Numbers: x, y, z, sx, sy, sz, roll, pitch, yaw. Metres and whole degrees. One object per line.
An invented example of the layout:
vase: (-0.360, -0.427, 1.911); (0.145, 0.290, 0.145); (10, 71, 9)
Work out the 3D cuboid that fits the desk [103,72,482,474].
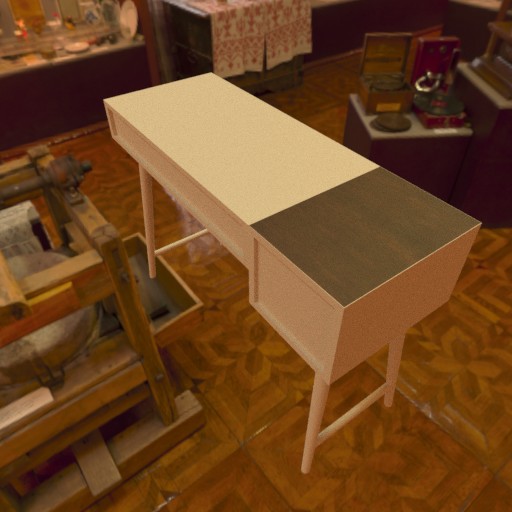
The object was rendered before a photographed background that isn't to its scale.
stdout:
desk: (0.000, 0.000, 1.416); (0.409, 0.761, 1.069); (-26, 48, -26)
